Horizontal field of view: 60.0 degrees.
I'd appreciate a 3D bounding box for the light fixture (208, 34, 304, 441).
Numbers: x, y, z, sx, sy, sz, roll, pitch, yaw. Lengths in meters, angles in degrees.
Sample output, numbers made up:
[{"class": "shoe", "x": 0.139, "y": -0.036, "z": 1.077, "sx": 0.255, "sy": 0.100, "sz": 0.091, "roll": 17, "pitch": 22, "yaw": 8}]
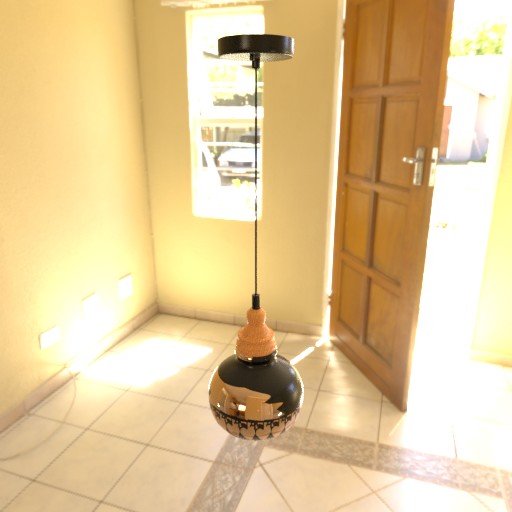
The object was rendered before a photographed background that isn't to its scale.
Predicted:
[{"class": "light fixture", "x": 0.000, "y": 0.000, "z": 1.819, "sx": 0.430, "sy": 1.606, "sz": 0.430, "roll": 3, "pitch": 18, "yaw": 9}]
